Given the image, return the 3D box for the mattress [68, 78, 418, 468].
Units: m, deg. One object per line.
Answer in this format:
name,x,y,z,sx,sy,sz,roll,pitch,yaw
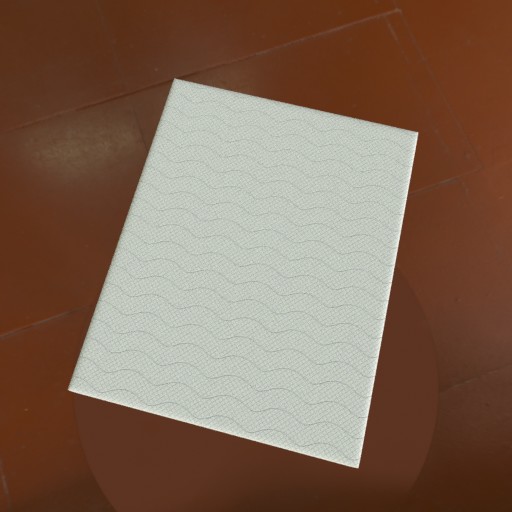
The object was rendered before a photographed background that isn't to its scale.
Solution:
mattress,0.000,0.000,2.683,1.600,0.230,2.000,14,76,3
